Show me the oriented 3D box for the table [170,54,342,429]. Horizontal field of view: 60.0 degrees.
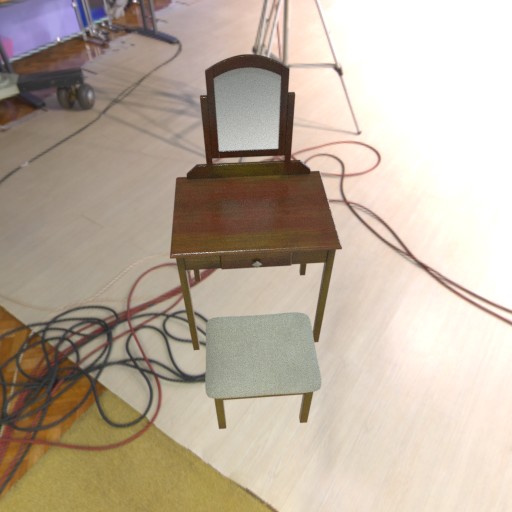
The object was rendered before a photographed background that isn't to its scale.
[{"bbox_3d":[0.000,0.000,2.352,0.876,1.631,1.211,-3,47,-3],"label":"table"}]
